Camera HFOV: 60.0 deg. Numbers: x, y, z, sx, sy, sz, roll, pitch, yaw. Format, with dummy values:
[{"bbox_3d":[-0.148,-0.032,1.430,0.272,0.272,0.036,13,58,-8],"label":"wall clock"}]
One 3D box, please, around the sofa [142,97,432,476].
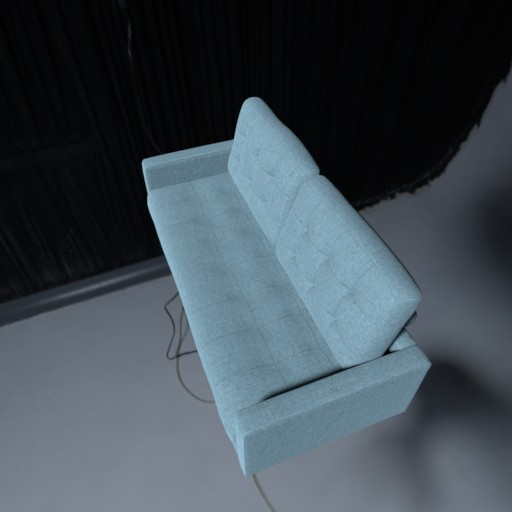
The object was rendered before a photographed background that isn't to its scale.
[{"bbox_3d":[0.000,0.000,2.572,0.966,1.050,2.010,-16,49,-14],"label":"sofa"}]
